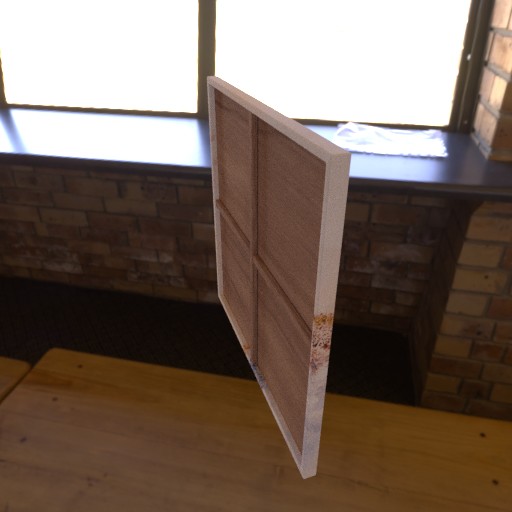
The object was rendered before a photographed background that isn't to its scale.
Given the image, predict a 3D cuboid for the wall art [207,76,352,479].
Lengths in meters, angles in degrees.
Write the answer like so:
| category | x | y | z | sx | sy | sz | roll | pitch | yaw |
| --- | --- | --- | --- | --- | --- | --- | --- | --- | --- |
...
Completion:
| category | x | y | z | sx | sy | sz | roll | pitch | yaw |
| --- | --- | --- | --- | --- | --- | --- | --- | --- | --- |
| wall art | 0.000 | 0.000 | 1.331 | 0.038 | 0.889 | 0.889 | -10 | 32 | -16 |
